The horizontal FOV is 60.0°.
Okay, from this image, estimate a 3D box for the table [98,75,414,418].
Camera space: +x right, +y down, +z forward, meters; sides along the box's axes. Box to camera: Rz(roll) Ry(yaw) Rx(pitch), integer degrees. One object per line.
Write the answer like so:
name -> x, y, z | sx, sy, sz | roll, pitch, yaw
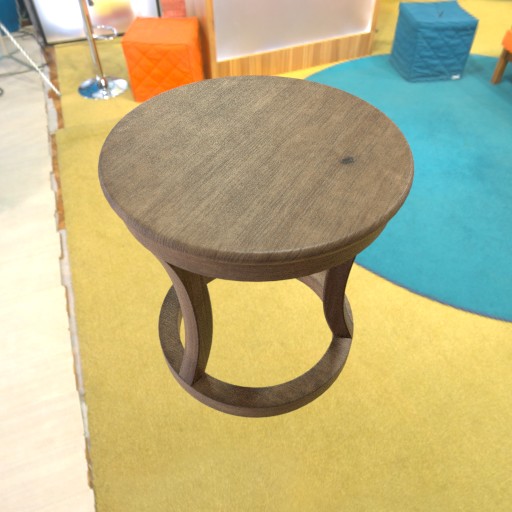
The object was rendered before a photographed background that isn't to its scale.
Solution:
table -> 0.000, 0.000, 0.785 | 0.432, 0.460, 0.432 | 0, 47, 0
